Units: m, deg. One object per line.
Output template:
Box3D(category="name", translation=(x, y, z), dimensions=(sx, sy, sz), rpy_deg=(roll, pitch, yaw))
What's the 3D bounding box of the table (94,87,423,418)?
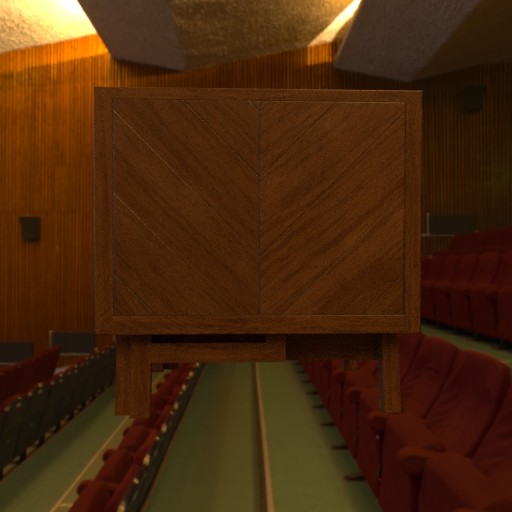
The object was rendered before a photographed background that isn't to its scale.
Box3D(category="table", translation=(0.000, 0.000, 1.294), dimensions=(0.746, 0.763, 0.591), rpy_deg=(0, -1, -2))
